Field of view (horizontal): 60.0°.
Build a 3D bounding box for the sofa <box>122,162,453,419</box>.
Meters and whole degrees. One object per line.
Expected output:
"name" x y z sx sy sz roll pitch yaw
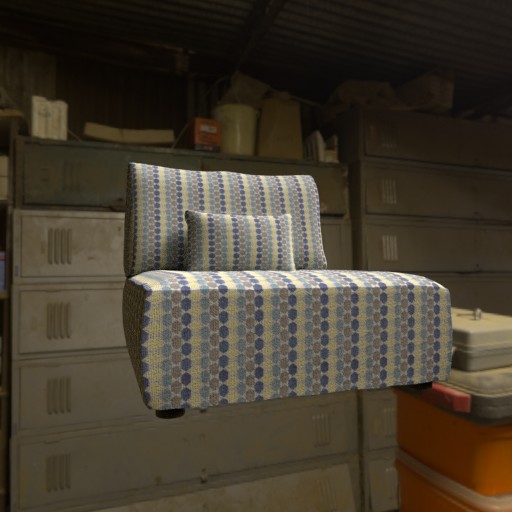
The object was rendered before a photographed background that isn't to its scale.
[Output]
"sofa" 0.000 0.000 1.680 0.930 0.830 1.000 0 -1 -19
